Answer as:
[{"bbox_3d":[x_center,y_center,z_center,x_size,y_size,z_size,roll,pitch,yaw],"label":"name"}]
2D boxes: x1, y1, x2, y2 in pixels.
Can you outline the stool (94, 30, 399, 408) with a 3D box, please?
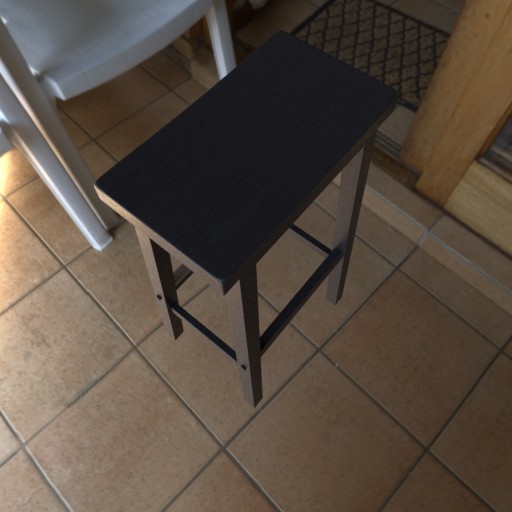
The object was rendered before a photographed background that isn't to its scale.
[{"bbox_3d":[0.000,0.000,0.952,0.322,0.742,0.406,36,68,17],"label":"stool"}]
